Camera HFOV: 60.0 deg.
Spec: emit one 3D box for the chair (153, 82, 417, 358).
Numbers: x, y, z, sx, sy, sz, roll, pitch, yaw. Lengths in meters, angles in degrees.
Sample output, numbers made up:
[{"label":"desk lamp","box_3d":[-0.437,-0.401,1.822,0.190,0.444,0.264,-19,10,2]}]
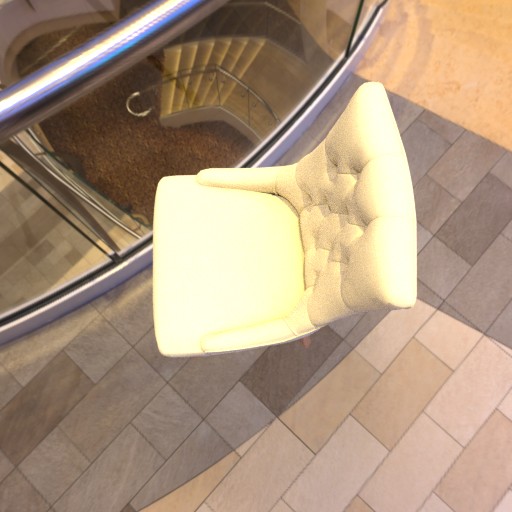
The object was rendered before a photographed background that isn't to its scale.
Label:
[{"label":"chair","box_3d":[0.000,0.000,1.201,0.565,0.874,0.509,-3,75,-1]}]
